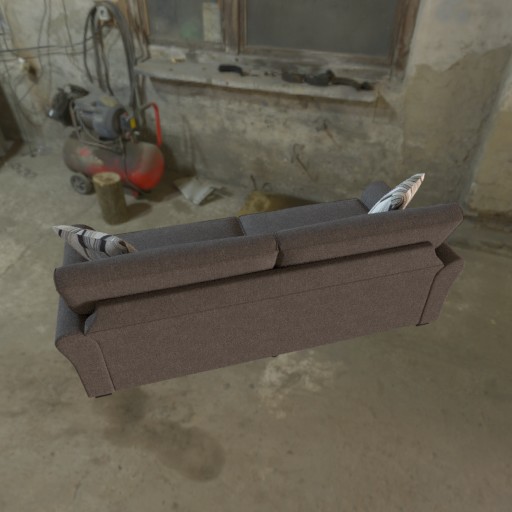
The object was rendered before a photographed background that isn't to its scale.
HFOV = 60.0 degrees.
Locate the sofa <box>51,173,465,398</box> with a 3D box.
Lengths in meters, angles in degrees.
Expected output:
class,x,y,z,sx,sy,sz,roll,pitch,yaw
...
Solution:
class,x,y,z,sx,sy,sz,roll,pitch,yaw
sofa,0.000,0.000,2.478,2.032,0.813,0.889,-10,40,-12
